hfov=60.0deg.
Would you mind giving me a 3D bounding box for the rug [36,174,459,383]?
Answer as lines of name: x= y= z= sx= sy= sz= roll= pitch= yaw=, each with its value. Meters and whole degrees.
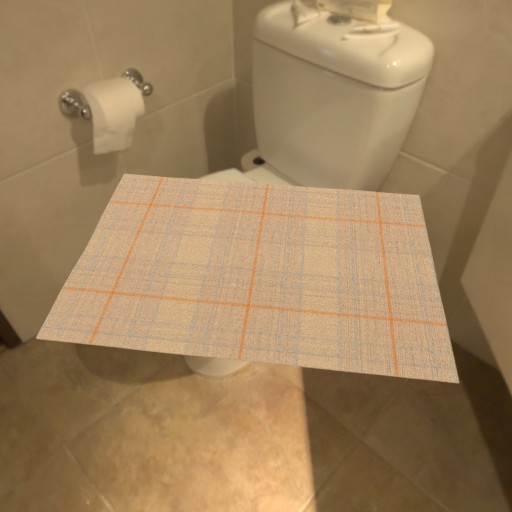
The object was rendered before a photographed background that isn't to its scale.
rug: x=0.000 y=0.000 z=2.310 sx=1.825 sy=0.015 sz=1.232 roll=5 pitch=47 yaw=5
